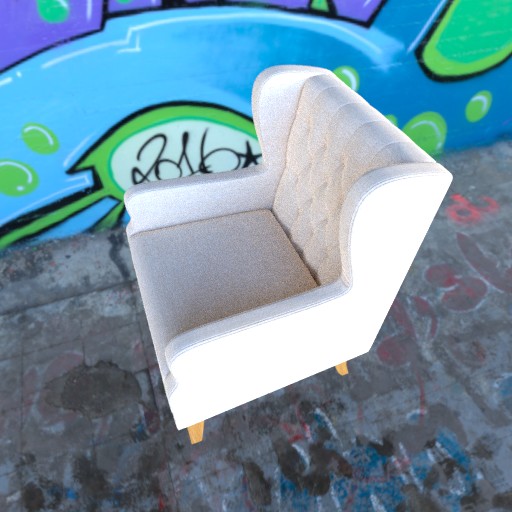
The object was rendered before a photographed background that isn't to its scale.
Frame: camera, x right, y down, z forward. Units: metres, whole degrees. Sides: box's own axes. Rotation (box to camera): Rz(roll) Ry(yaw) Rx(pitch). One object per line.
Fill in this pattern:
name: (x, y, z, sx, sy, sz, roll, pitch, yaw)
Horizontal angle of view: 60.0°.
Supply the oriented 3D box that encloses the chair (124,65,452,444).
chair: (0.000, 0.000, 1.435, 0.760, 0.930, 0.710, -15, 47, -14)
